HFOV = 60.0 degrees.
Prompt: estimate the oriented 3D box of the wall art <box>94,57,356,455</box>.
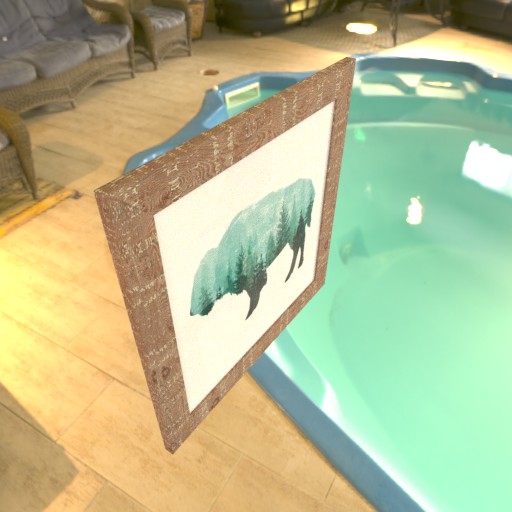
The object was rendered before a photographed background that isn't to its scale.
[{"bbox_3d":[0.000,0.000,0.551,0.022,0.380,0.380,26,47,27],"label":"wall art"}]
